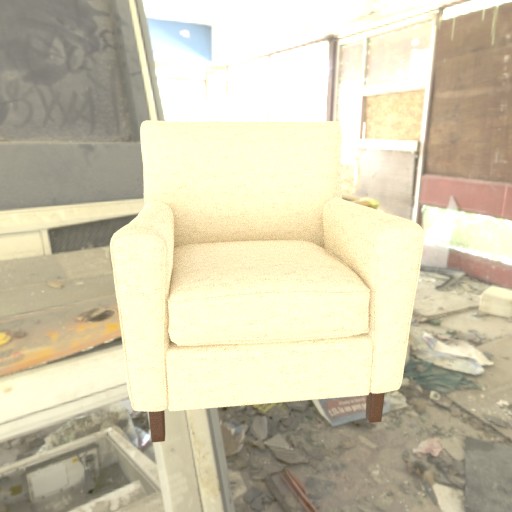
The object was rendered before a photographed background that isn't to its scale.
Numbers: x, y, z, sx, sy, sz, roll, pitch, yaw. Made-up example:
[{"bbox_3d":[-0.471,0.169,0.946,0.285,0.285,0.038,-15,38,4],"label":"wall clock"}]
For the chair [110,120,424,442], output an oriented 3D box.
[{"bbox_3d":[0.000,0.000,1.592,0.870,0.943,0.823,-2,16,-8],"label":"chair"}]
